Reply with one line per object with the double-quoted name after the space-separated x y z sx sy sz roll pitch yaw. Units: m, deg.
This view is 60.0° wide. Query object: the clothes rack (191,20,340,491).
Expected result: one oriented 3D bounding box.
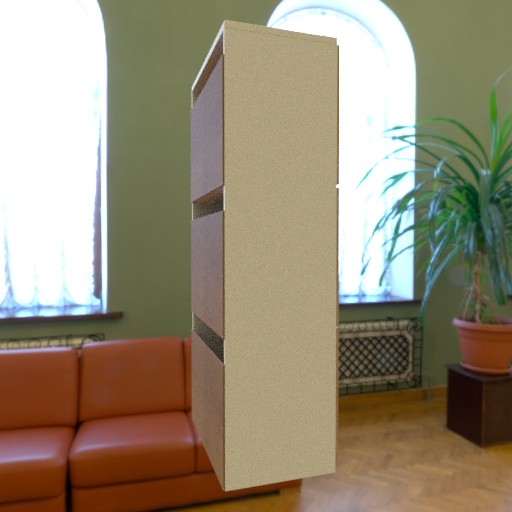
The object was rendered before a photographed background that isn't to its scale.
0.000 0.000 1.401 0.331 1.187 0.500 0 2 -18 "clothes rack"
